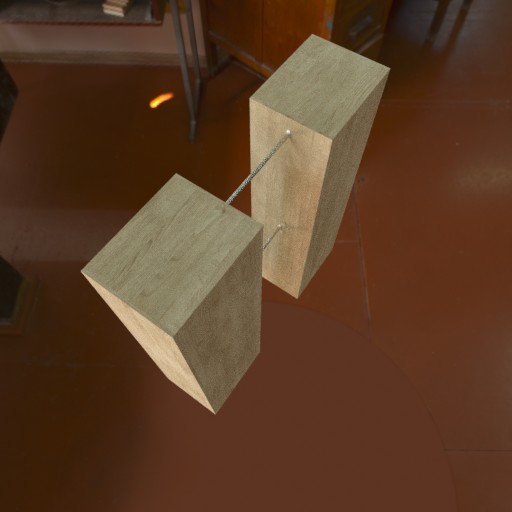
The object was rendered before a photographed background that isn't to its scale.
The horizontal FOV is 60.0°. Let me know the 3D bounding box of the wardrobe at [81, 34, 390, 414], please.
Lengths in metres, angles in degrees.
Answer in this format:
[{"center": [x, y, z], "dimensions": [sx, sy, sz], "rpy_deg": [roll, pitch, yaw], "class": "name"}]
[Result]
[{"center": [0.000, 0.000, 2.938], "dimensions": [0.480, 2.000, 1.770], "rpy_deg": [32, 67, 15], "class": "wardrobe"}]
